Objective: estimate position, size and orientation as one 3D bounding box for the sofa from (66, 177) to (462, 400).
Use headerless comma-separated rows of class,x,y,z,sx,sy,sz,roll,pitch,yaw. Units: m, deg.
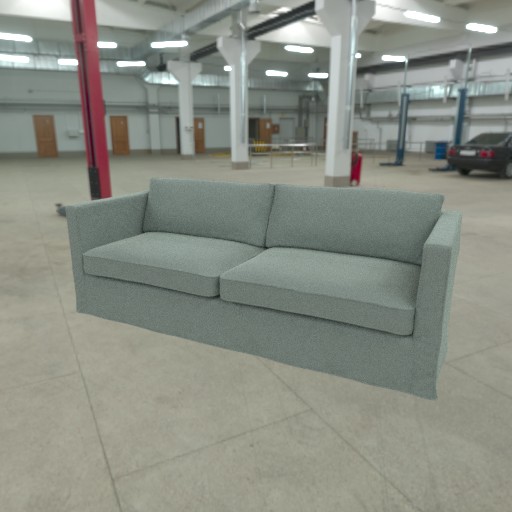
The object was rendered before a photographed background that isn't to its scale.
sofa,0.000,0.000,2.788,2.312,0.853,0.962,8,18,26
